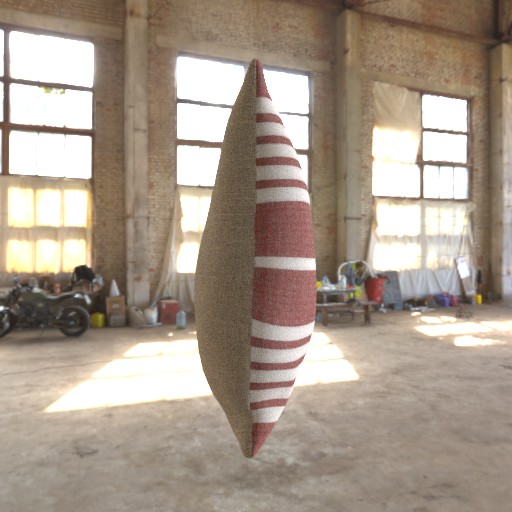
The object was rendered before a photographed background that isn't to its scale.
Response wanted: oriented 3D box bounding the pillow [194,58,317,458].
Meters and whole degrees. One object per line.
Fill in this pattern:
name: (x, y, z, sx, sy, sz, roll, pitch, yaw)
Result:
pillow: (0.000, 0.000, 0.681, 0.182, 0.427, 0.439, 0, 0, 0)
